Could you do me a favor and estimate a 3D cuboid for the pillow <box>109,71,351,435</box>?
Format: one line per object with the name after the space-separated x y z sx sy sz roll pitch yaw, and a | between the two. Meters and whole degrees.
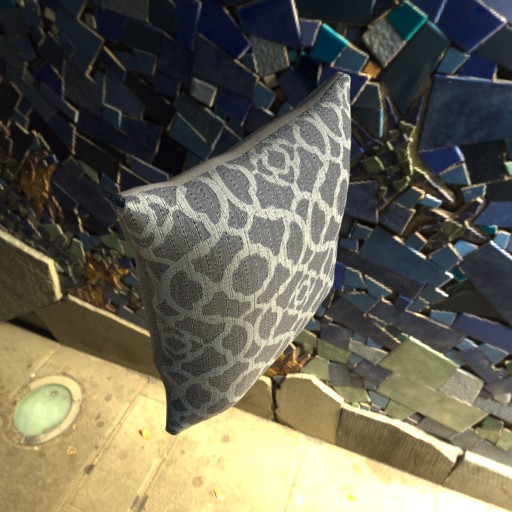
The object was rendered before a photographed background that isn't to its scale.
0.000 0.000 0.781 0.215 0.498 0.508 27 47 27 | pillow
